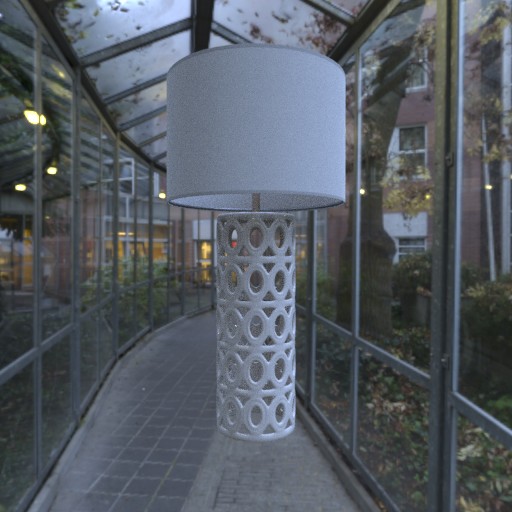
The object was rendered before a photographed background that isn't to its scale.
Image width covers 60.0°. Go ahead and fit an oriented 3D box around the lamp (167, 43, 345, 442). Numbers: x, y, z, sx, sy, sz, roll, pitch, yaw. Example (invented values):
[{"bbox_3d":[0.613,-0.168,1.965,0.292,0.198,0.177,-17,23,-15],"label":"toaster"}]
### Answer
[{"bbox_3d":[0.000,0.000,0.825,0.325,0.636,0.324,0,1,18],"label":"lamp"}]
